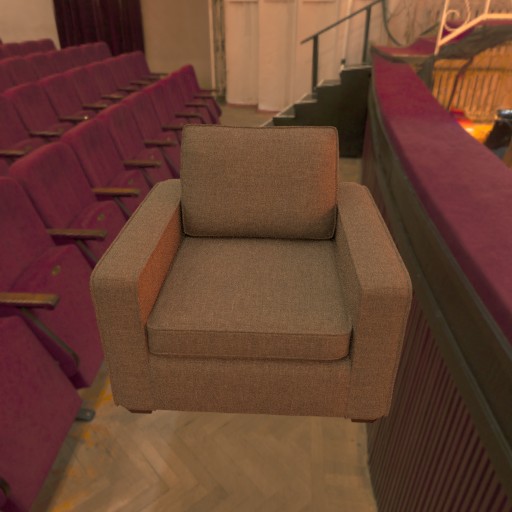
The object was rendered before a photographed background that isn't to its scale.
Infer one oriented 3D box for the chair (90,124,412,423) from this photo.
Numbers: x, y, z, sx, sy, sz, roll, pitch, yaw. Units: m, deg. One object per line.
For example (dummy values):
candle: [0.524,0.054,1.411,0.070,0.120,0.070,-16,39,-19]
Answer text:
chair: [0.000,0.000,1.794,1.016,0.914,0.940,1,29,3]
